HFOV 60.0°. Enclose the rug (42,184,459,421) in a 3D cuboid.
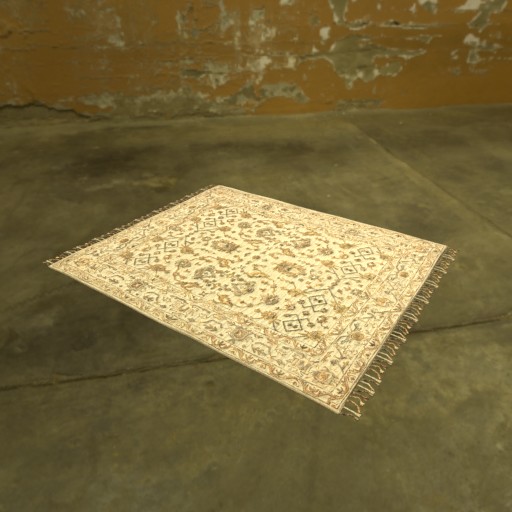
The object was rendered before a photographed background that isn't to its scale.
[{"bbox_3d":[0.000,0.000,4.105,3.061,0.034,2.426,19,35,30],"label":"rug"}]
